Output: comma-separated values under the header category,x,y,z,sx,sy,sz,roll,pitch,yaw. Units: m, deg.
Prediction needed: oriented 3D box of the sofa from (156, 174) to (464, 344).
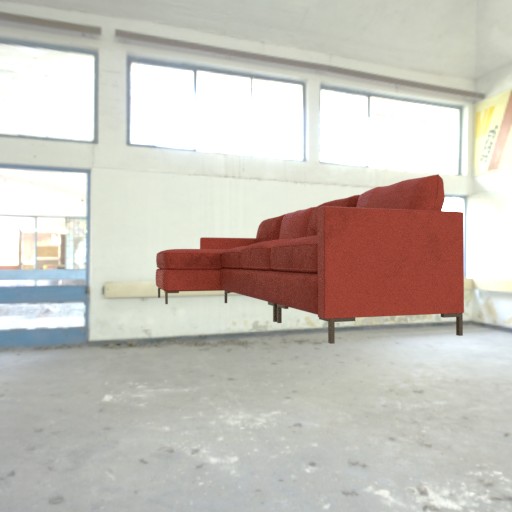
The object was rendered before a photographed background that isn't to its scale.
category,x,y,z,sx,sy,sz,roll,pitch,yaw
sofa,0.000,0.000,3.985,1.500,0.967,3.400,0,-1,-17
